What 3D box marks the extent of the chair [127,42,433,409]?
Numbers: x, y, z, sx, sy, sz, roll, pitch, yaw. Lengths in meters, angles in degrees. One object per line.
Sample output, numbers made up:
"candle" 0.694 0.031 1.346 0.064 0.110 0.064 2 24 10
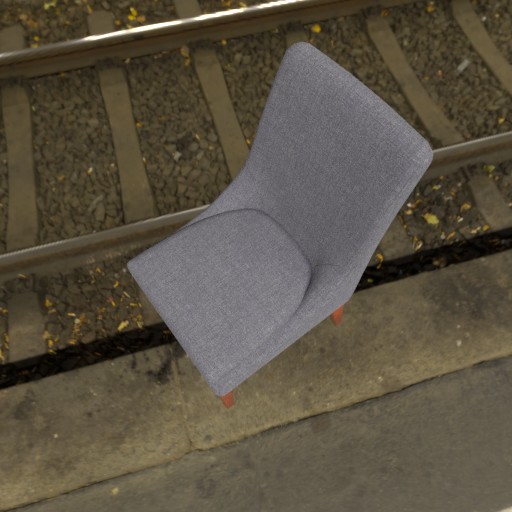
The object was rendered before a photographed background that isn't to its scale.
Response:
"chair" 0.000 0.000 1.343 0.655 0.952 0.508 -34 68 -16
